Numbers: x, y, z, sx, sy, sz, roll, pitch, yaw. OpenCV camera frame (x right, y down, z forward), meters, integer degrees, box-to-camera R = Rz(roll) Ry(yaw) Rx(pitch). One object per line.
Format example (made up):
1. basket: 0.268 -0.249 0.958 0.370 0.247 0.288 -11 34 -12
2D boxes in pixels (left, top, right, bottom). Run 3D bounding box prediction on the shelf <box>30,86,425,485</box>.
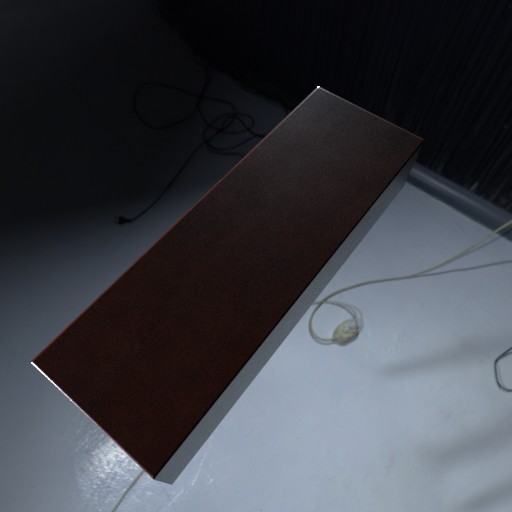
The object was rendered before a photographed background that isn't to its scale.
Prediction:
1. shelf: 0.000 0.000 0.499 0.152 0.088 0.457 34 66 18
